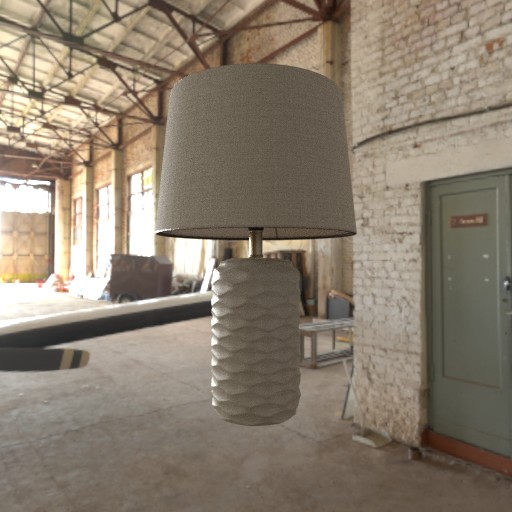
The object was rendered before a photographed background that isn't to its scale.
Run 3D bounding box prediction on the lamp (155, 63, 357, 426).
[{"bbox_3d":[0.000,0.000,0.845,0.376,0.594,0.376,0,-1,0],"label":"lamp"}]
